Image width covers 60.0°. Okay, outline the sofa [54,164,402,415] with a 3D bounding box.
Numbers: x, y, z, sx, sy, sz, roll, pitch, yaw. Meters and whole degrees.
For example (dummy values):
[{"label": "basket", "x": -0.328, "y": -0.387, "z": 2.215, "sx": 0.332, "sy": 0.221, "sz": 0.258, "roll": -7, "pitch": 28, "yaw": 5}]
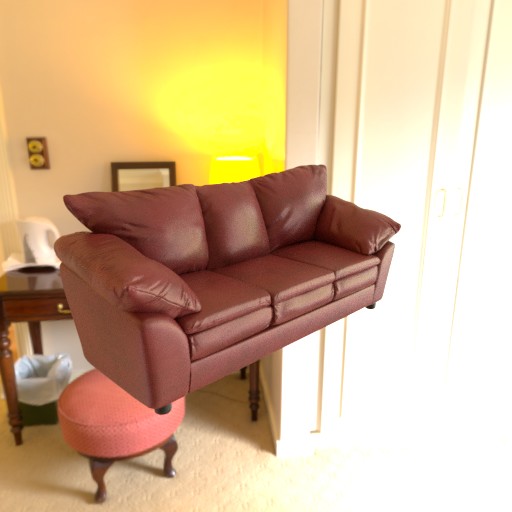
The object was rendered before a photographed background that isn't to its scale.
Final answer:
[{"label": "sofa", "x": 0.000, "y": 0.000, "z": 2.941, "sx": 0.907, "sy": 1.091, "sz": 2.390, "roll": 15, "pitch": 21, "yaw": 43}]
